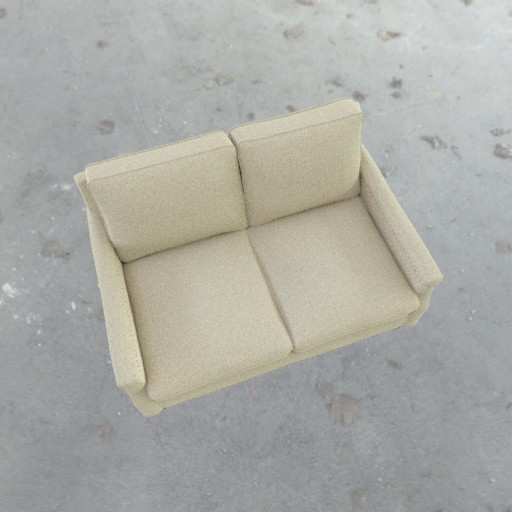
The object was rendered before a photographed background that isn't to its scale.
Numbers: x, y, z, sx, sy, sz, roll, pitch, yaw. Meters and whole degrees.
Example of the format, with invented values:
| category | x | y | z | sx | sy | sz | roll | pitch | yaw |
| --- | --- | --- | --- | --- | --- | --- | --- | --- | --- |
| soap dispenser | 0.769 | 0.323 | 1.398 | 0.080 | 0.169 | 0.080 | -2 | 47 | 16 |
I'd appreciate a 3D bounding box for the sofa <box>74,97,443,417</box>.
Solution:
| category | x | y | z | sx | sy | sz | roll | pitch | yaw |
| --- | --- | --- | --- | --- | --- | --- | --- | --- | --- |
| sofa | 0.000 | 0.000 | 2.322 | 1.597 | 1.003 | 1.084 | -17 | 64 | -8 |
